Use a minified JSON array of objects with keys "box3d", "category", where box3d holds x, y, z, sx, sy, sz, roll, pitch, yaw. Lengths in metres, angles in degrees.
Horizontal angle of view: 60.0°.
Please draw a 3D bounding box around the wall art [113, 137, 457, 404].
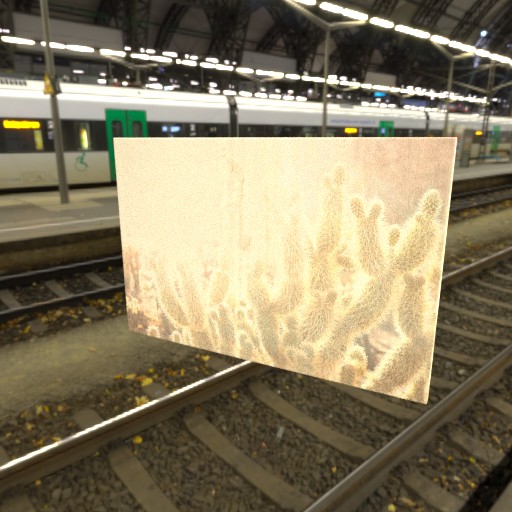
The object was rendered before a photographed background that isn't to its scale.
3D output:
[{"box3d":[0.000,0.000,1.471,1.142,0.758,0.041,7,16,26],"category":"wall art"}]
